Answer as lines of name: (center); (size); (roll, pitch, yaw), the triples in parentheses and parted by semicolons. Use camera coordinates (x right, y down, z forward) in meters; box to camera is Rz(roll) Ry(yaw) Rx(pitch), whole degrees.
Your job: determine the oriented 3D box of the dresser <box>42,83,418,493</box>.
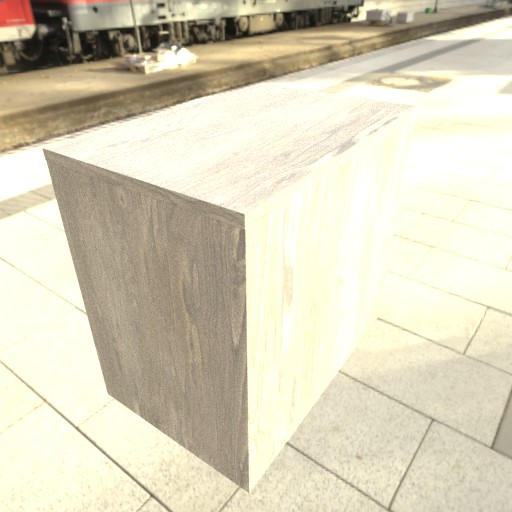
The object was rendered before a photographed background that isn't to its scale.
dresser: (0.000, 0.000, 1.285); (0.529, 0.762, 0.809); (21, 38, 29)
